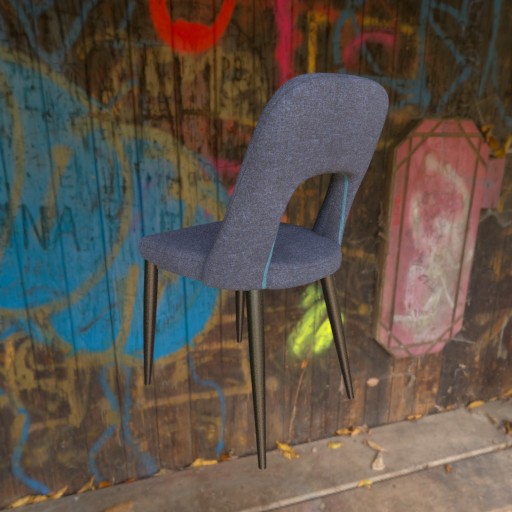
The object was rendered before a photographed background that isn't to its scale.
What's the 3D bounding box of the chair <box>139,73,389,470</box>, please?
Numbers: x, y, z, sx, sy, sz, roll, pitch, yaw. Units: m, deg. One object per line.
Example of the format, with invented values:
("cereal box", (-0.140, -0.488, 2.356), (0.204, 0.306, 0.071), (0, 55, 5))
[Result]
("chair", (0.000, 0.000, 1.274), (0.612, 0.931, 0.470), (16, 23, 42))
